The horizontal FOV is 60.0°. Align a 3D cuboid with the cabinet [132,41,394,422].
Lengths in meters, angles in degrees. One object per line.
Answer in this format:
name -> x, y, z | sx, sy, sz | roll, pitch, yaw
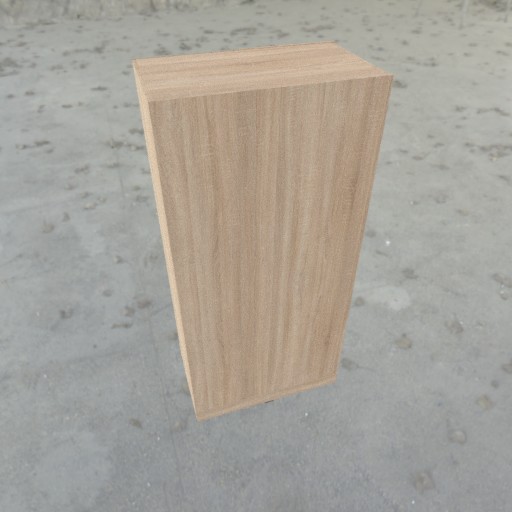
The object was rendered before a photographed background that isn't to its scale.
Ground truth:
cabinet -> 0.000, 0.000, 2.581 | 1.001, 2.121, 0.590 | -12, 41, -14
